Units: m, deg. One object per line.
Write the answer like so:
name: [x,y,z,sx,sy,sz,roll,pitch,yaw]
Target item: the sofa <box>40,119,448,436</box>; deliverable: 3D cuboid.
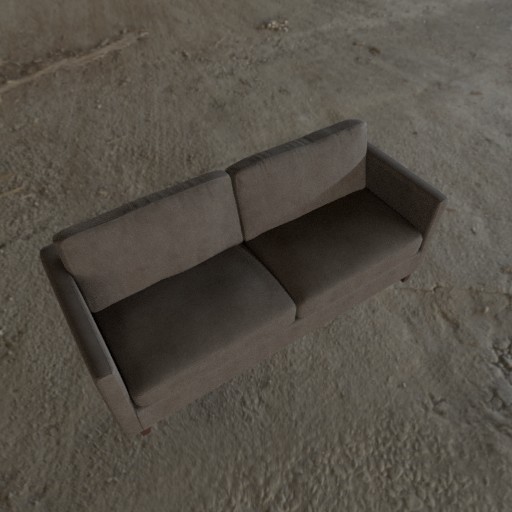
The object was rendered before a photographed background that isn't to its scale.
sofa: [0.000,0.000,2.703,2.208,0.965,0.951,-26,53,-22]
